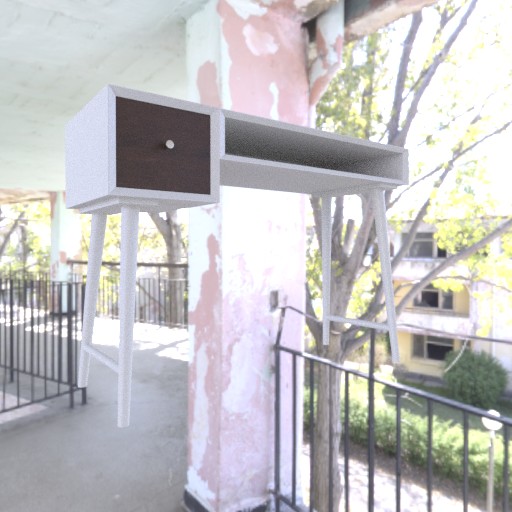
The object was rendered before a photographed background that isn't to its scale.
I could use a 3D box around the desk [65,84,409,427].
[{"bbox_3d":[0.000,0.000,1.436,1.069,0.761,0.409,-1,1,-36],"label":"desk"}]
